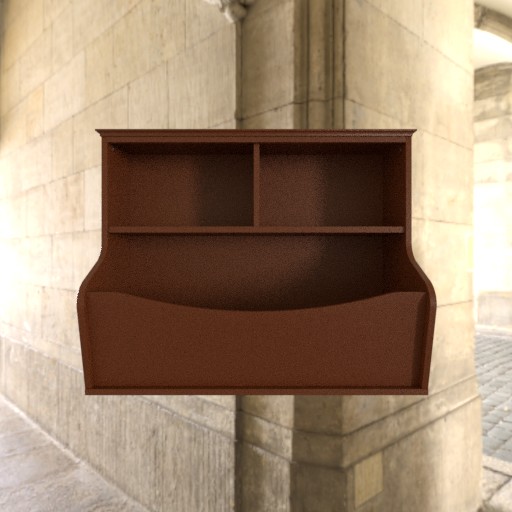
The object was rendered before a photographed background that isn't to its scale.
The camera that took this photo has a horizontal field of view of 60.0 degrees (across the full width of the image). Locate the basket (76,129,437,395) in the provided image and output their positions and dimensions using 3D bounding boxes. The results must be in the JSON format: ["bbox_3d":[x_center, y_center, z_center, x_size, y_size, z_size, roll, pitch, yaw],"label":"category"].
[{"bbox_3d":[0.000,0.000,1.134,0.792,0.625,0.376,0,0,0],"label":"basket"}]
